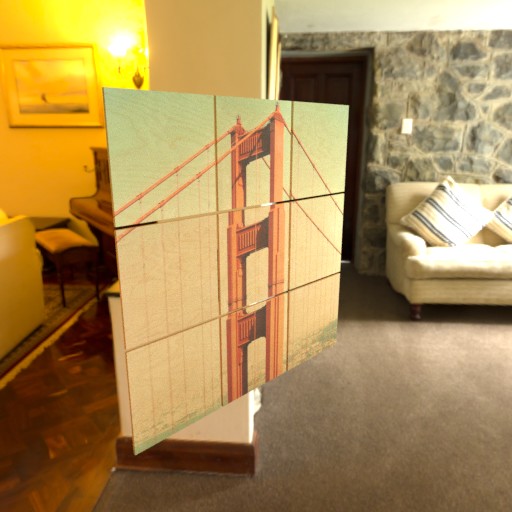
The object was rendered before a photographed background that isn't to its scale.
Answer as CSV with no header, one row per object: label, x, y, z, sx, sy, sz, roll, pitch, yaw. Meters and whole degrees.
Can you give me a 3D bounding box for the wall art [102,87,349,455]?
wall art,0.000,0.000,2.270,0.013,1.523,1.517,15,21,43
